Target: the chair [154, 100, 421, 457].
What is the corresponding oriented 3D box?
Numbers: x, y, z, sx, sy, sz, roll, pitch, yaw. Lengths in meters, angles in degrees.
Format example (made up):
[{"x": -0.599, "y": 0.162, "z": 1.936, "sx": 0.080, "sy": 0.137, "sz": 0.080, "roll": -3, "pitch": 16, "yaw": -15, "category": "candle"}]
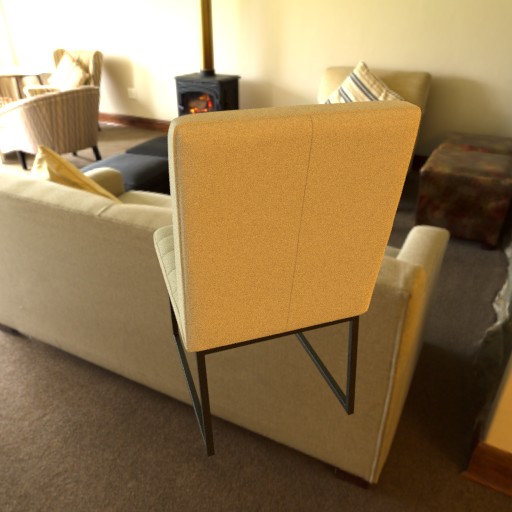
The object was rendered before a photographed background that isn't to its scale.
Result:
[{"x": 0.000, "y": 0.000, "z": 1.288, "sx": 0.520, "sy": 0.930, "sz": 0.634, "roll": -10, "pitch": 30, "yaw": -17, "category": "chair"}]
